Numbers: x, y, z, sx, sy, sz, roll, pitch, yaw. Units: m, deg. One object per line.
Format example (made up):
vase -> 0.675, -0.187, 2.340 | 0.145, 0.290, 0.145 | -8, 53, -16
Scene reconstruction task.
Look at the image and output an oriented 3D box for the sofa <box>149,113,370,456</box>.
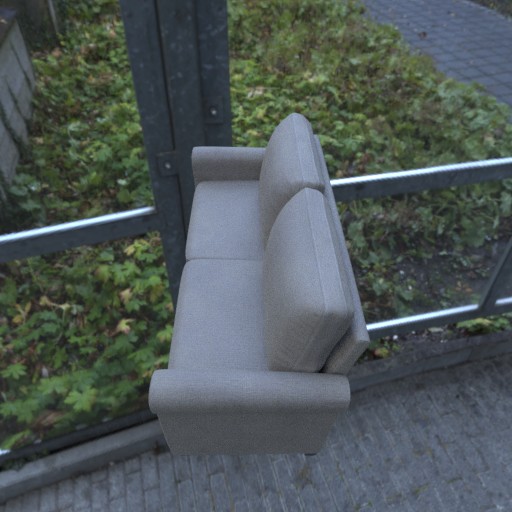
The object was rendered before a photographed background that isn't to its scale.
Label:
sofa -> 0.000, 0.000, 2.457 | 0.842, 0.942, 1.935 | -1, 42, -1
